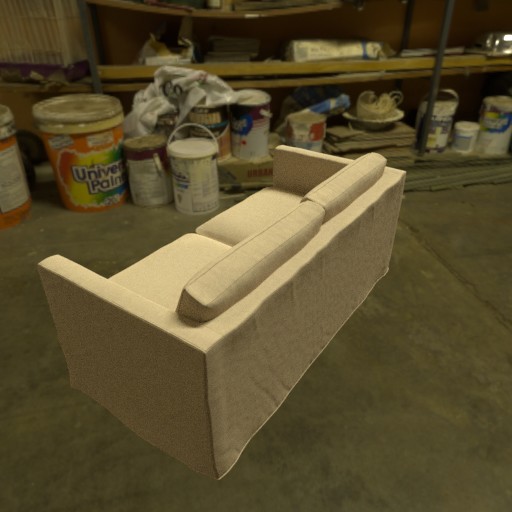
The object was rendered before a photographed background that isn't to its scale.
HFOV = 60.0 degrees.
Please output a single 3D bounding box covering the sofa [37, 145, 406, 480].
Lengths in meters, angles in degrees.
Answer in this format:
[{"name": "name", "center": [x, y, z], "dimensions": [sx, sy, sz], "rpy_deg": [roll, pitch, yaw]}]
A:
[{"name": "sofa", "center": [0.000, 0.000, 2.438], "dimensions": [0.962, 0.835, 1.959], "rpy_deg": [20, 37, 29]}]
